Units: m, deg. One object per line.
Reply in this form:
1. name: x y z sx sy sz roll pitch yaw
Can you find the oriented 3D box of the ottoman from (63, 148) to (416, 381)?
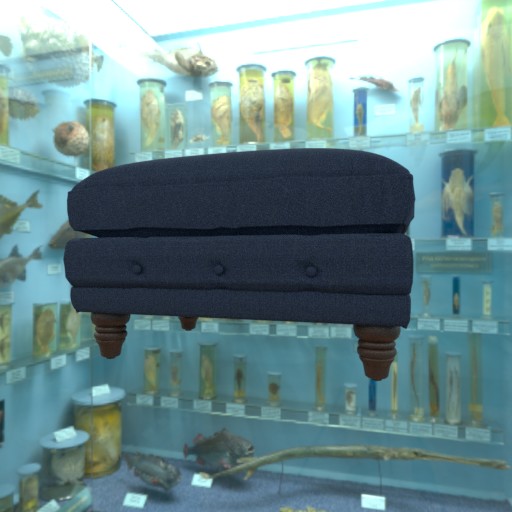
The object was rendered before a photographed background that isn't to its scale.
1. ottoman: 0.000 0.000 1.160 0.767 0.486 0.558 0 0 18
